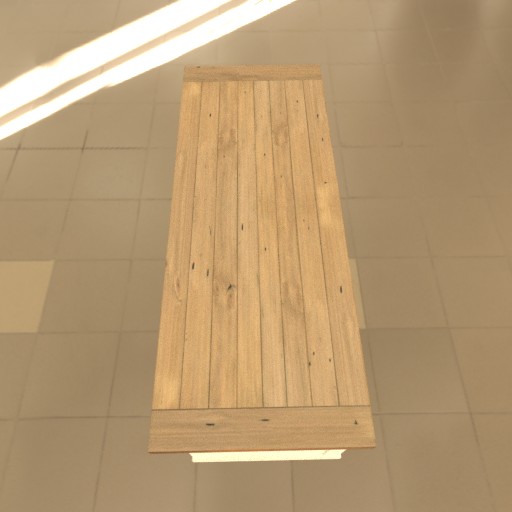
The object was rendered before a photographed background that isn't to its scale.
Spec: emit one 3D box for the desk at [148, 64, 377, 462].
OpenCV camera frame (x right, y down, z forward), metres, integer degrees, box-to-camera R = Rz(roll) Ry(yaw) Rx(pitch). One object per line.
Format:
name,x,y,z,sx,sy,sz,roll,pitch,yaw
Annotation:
desk,0.000,0.000,2.120,0.688,0.760,1.803,-1,59,-1
